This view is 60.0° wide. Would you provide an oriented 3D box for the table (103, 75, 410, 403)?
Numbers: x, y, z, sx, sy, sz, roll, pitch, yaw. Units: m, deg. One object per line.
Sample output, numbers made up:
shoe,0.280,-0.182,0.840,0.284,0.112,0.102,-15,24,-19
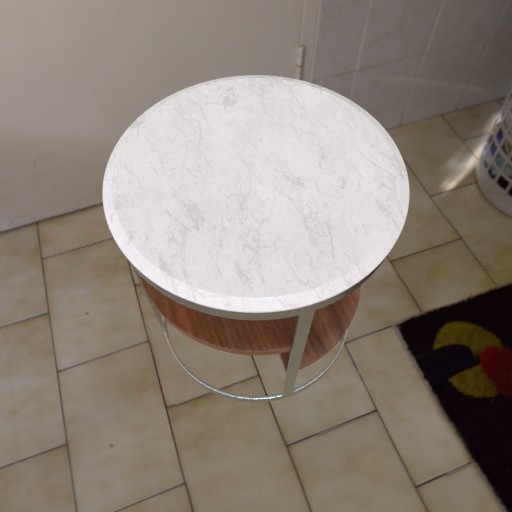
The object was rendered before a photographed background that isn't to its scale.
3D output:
table,0.000,0.000,0.783,0.407,0.447,0.407,0,59,0
